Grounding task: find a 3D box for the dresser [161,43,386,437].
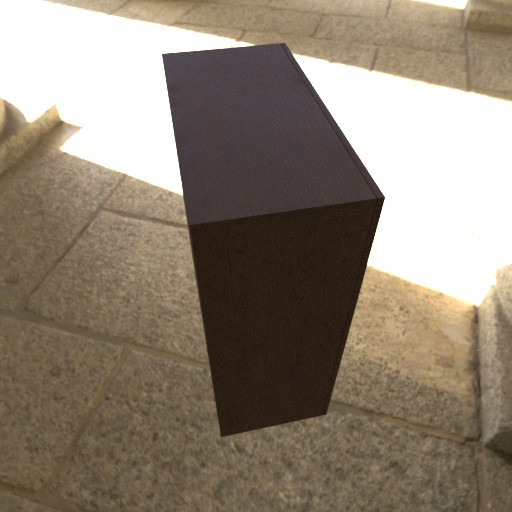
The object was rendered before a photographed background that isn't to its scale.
[{"bbox_3d":[0.000,0.000,1.849,0.516,1.320,0.964,-9,47,-8],"label":"dresser"}]
